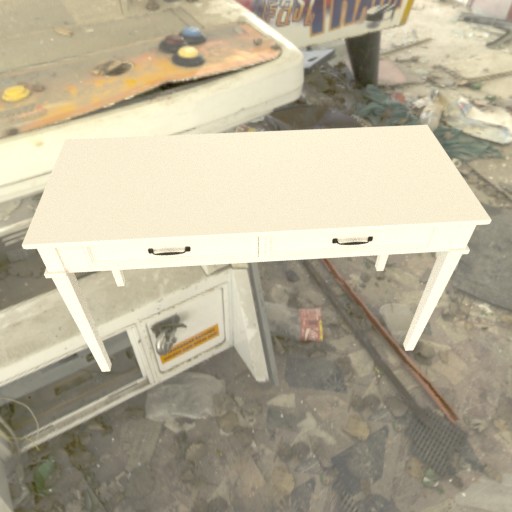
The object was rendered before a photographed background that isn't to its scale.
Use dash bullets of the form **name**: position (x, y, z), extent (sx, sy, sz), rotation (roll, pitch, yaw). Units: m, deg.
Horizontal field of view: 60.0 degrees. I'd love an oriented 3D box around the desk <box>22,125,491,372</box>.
- **desk**: position (0.000, 0.000, 1.760), extent (1.372, 0.774, 0.559), rotation (-3, 46, -3)
